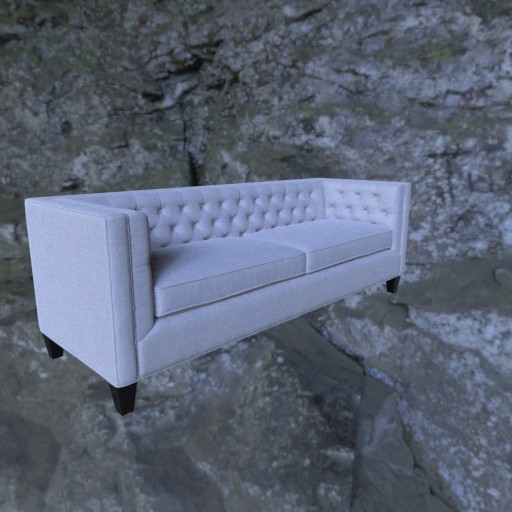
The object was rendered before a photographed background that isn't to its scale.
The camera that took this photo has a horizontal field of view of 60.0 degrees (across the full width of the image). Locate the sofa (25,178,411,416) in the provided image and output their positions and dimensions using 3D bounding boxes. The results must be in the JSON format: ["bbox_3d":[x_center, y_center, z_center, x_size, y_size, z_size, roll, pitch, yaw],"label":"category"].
[{"bbox_3d":[0.000,0.000,2.529,0.775,0.762,2.159,13,18,43],"label":"sofa"}]
